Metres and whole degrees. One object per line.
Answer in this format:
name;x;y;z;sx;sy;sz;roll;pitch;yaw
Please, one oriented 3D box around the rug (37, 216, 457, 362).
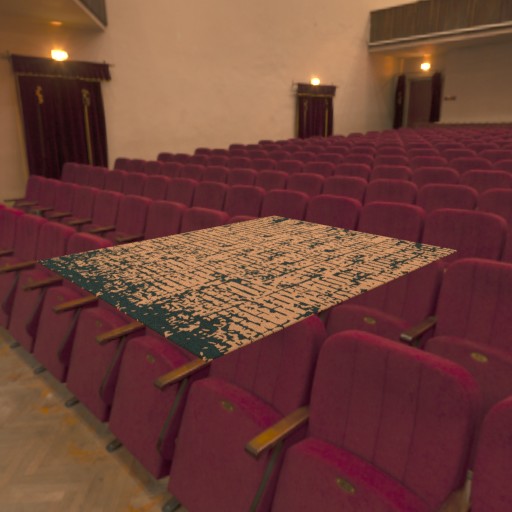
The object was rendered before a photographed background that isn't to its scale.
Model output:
rug;0.000;0.000;4.063;3.017;0.014;2.416;-15;22;-42
